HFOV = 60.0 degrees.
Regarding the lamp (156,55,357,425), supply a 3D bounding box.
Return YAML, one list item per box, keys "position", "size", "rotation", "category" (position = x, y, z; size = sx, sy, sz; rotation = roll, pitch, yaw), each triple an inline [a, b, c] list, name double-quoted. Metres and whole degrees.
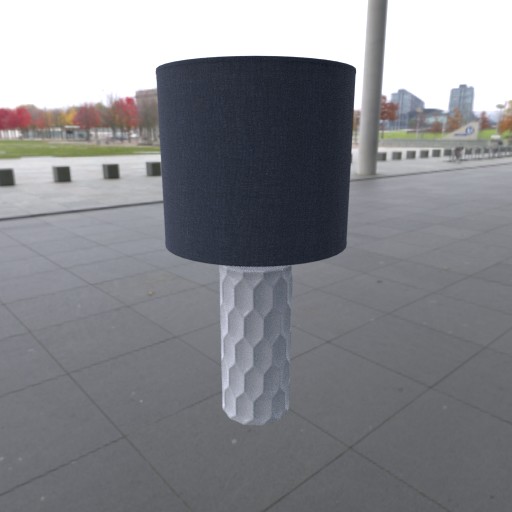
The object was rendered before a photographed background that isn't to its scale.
- position: [0.000, 0.000, 0.695]
  size: [0.277, 0.537, 0.277]
  rotation: [-8, 17, -26]
  category: "lamp"
